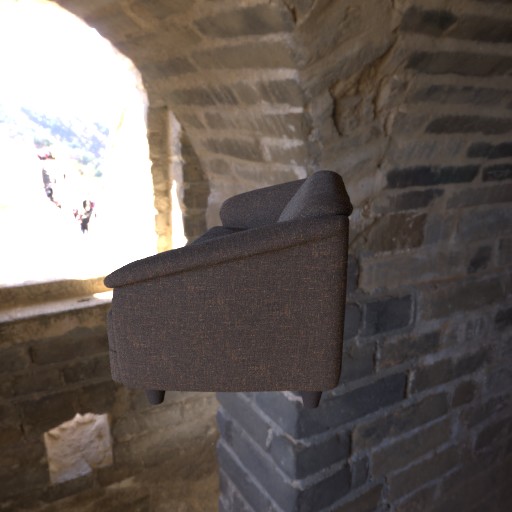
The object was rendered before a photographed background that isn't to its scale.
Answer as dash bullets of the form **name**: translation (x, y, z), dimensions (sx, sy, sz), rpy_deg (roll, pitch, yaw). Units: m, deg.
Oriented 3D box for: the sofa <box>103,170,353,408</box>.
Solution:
- **sofa**: translation (0.000, 0.000, 2.296), dimensions (0.887, 0.790, 1.849), rpy_deg (2, 15, 8)
